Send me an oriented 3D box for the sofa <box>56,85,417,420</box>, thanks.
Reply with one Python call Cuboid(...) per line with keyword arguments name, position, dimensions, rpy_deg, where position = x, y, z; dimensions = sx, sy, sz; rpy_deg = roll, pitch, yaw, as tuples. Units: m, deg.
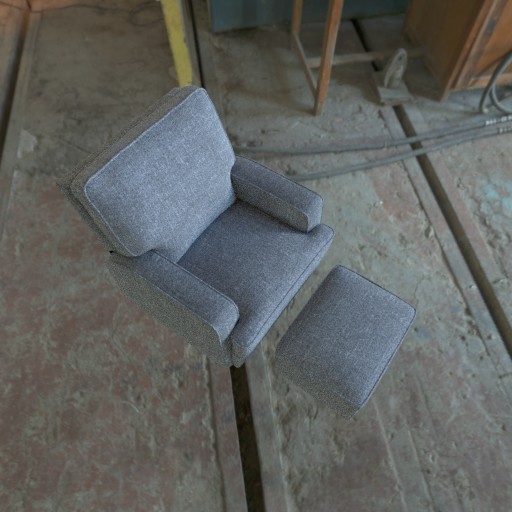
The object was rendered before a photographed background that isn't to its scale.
Cuboid(name="sofa", position=(0.000, 0.000, 2.027), dimensions=(1.472, 0.959, 0.861), rpy_deg=(32, 64, 18))
